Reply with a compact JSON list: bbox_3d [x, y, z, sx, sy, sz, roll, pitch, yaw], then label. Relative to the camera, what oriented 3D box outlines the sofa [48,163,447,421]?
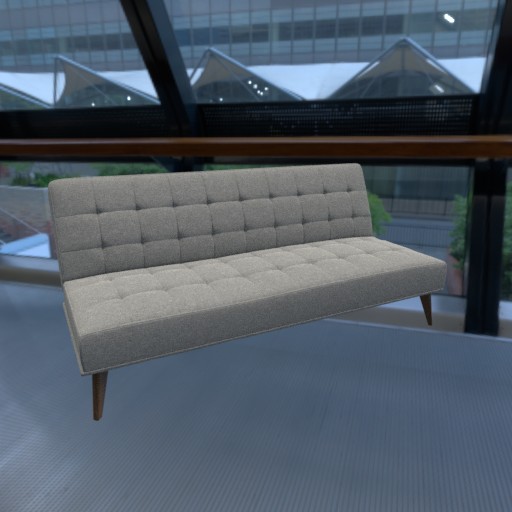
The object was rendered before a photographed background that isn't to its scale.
[{"bbox_3d":[0.000,0.000,2.230,1.800,0.810,0.860,-9,19,-26],"label":"sofa"}]
